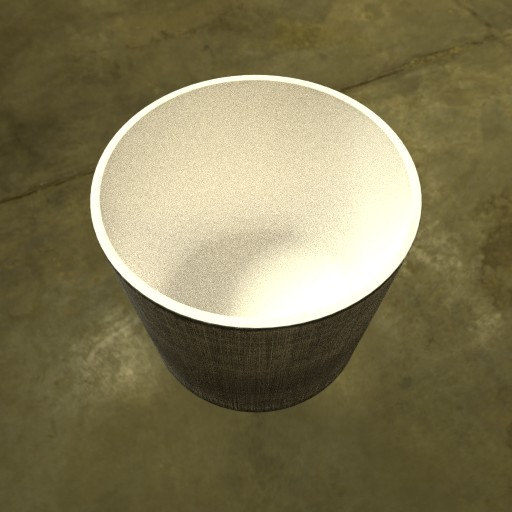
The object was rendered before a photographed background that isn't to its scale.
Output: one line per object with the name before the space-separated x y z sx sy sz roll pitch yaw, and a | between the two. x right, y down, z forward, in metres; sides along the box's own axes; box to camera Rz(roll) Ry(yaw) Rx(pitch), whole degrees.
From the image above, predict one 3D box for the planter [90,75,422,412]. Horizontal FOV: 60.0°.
planter | 0.000 0.000 0.385 0.221 0.201 0.221 0 58 0
